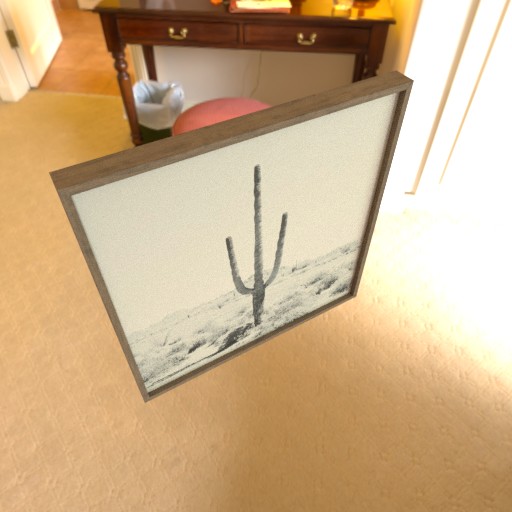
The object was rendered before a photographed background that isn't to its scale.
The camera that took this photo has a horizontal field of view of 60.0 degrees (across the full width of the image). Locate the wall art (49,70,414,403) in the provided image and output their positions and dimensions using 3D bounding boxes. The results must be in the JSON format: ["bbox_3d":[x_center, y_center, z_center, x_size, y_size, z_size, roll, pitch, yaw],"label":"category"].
[{"bbox_3d":[0.000,0.000,0.752,0.508,0.508,0.038,-23,51,-20],"label":"wall art"}]
